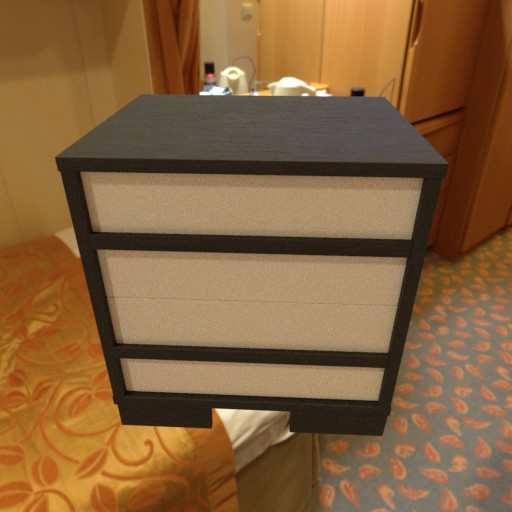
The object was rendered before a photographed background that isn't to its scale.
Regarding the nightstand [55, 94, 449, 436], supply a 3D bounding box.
[{"bbox_3d":[0.000,0.000,0.741,0.427,0.448,0.347,2,31,3],"label":"nightstand"}]
